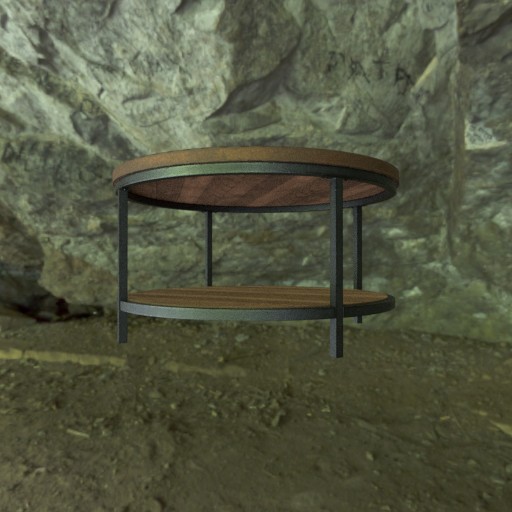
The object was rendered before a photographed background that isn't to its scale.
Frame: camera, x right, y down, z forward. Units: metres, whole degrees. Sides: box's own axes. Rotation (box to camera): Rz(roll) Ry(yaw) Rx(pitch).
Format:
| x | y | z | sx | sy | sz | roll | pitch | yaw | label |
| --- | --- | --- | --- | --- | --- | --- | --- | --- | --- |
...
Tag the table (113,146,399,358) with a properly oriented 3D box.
| x | y | z | sx | sy | sz | roll | pitch | yaw | label |
| --- | --- | --- | --- | --- | --- | --- | --- | --- | --- |
| 0.000 | 0.000 | 1.359 | 0.837 | 0.462 | 0.837 | 0 | 0 | 0 | table |
